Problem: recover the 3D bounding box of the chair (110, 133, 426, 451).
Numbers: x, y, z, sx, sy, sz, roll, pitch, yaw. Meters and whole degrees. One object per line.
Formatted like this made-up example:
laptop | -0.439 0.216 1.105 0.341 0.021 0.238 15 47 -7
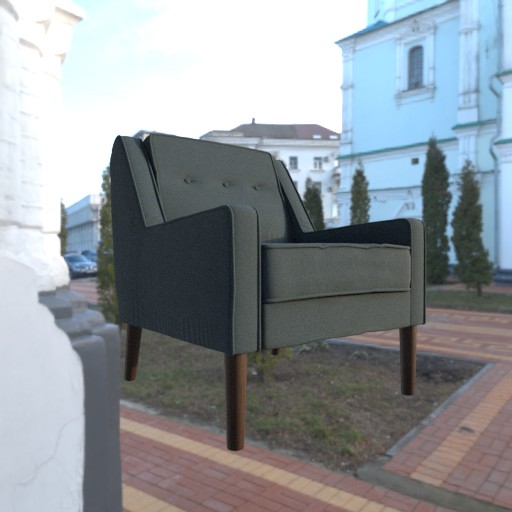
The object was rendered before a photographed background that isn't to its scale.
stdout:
chair | 0.000 0.000 1.322 0.663 0.780 0.733 0 1 -36
